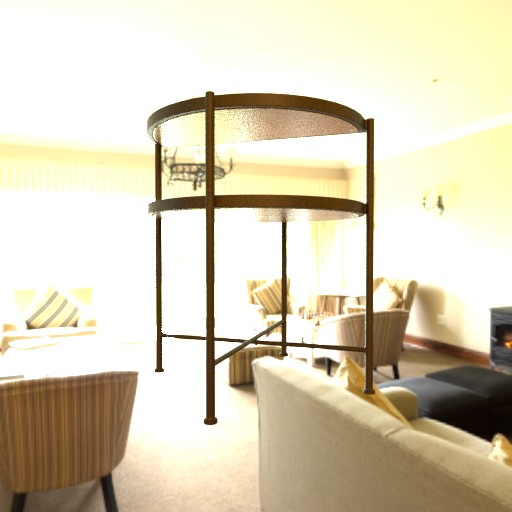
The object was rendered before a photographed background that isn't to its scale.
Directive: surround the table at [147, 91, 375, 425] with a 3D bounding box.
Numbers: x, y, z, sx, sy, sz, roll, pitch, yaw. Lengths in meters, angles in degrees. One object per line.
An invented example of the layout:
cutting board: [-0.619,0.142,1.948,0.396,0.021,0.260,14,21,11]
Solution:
table: [0.000,0.000,1.202,0.629,0.684,0.628,0,1,18]
